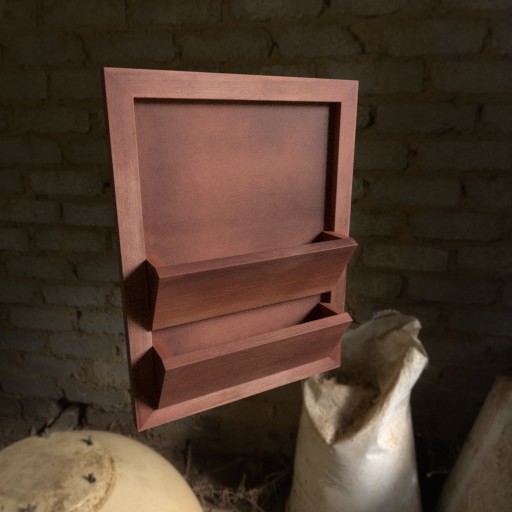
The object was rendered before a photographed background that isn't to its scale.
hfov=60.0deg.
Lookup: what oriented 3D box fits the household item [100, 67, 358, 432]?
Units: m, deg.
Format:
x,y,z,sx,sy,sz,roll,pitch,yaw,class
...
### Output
x,y,z,sx,sy,sz,roll,pitch,yaw,class
0.000,0.000,0.533,0.310,0.407,0.067,-9,19,-27,household item
